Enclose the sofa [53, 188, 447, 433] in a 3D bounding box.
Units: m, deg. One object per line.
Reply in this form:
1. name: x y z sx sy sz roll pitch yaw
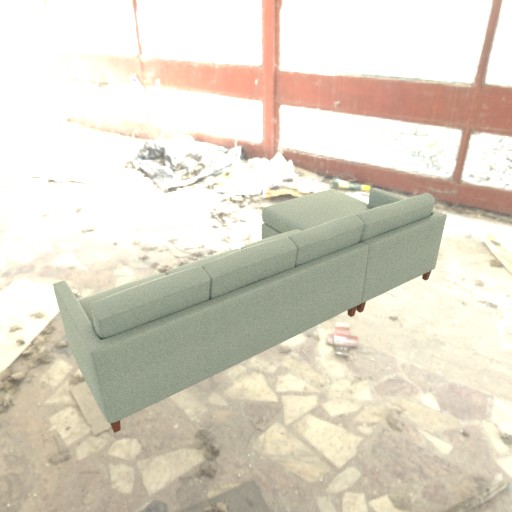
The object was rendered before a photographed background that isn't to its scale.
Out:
1. sofa: 0.000 0.000 4.128 3.470 0.953 1.600 -19 34 -30
